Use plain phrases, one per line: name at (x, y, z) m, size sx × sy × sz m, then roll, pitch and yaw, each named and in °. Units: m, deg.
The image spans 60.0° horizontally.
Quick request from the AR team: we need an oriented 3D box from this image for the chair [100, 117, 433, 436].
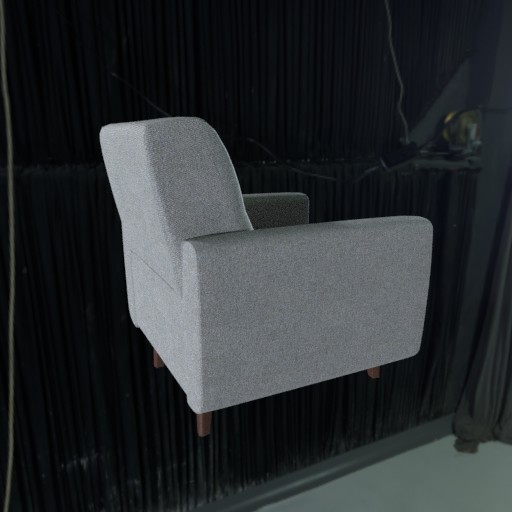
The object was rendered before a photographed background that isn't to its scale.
chair at (0.000, 0.000, 1.641) m, size 0.942 × 0.968 × 0.845 m, roll -8°, pitch 17°, yaw -28°
